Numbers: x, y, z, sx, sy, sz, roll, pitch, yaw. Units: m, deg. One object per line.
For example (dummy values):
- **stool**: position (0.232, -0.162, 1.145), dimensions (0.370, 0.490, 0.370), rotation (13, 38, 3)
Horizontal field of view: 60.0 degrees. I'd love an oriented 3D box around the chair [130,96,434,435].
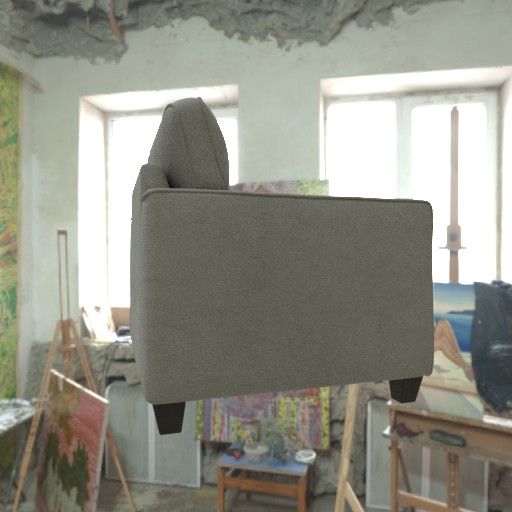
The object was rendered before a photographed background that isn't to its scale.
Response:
- **chair**: position (0.000, 0.000, 1.764), dimensions (0.939, 0.965, 1.015), rotation (0, 1, -18)
